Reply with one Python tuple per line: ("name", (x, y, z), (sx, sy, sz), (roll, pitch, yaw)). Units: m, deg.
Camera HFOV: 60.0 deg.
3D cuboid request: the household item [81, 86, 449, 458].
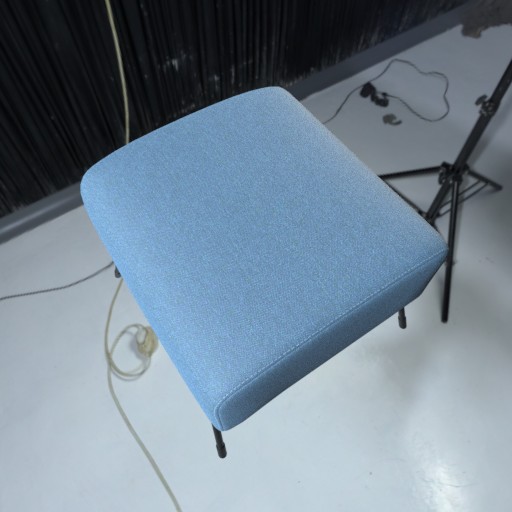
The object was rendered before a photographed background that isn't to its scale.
("household item", (0.000, 0.000, 0.927), (0.530, 0.420, 0.530), (-30, 63, -17))
